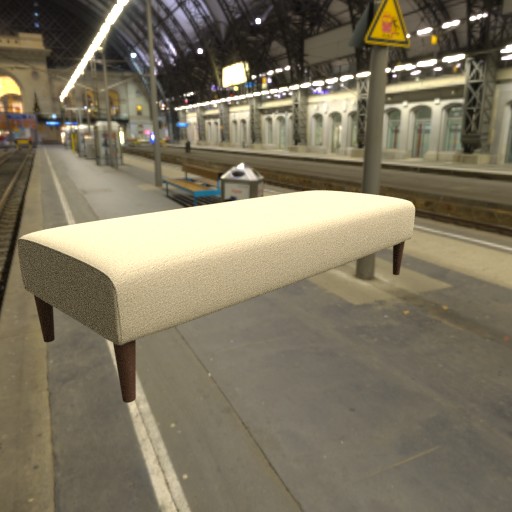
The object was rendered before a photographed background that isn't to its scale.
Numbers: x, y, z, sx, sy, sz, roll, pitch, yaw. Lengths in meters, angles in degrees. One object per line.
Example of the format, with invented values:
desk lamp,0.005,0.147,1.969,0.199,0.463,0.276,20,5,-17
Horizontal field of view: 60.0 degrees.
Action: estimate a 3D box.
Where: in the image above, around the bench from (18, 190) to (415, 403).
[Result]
bench,0.000,0.000,1.819,0.646,0.393,1.609,14,21,42
